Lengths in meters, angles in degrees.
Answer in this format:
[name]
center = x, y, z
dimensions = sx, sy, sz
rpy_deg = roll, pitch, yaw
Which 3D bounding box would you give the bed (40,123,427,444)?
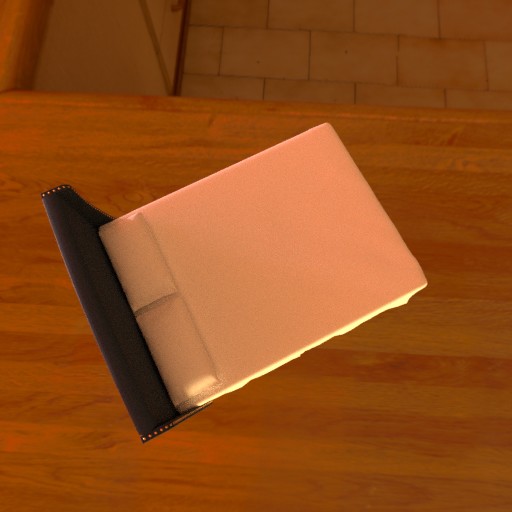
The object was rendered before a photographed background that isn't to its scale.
[bed]
center = 0.000, 0.000, 3.238
dimensions = 2.223, 1.402, 1.604
rpy_deg = -26, 77, -7
